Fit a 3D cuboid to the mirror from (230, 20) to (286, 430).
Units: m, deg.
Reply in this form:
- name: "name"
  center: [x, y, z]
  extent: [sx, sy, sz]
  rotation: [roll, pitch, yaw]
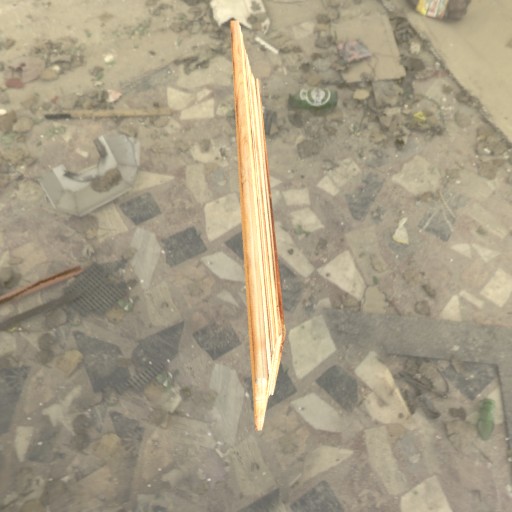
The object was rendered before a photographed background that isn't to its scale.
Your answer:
- name: "mirror"
  center: [0.000, 0.000, 1.192]
  extent: [0.061, 0.804, 0.804]
  rotation: [-4, 64, -2]
